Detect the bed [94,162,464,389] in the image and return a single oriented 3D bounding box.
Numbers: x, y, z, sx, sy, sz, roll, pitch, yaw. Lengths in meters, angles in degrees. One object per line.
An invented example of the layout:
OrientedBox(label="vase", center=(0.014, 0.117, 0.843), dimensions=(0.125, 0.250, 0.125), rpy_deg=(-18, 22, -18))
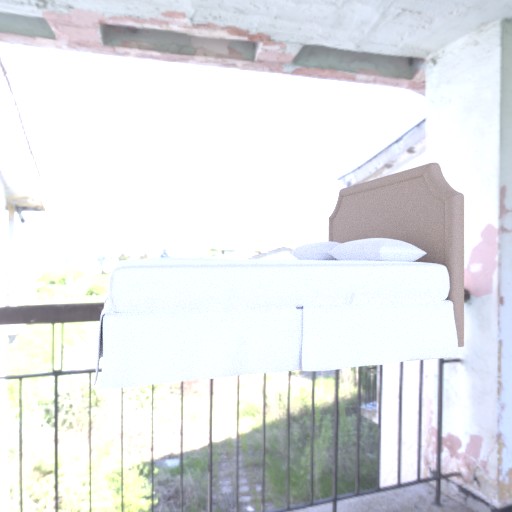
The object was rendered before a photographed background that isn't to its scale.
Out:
OrientedBox(label="bed", center=(0.000, 0.000, 4.122), dimensions=(2.773, 1.590, 2.350), rpy_deg=(0, 0, -17))
